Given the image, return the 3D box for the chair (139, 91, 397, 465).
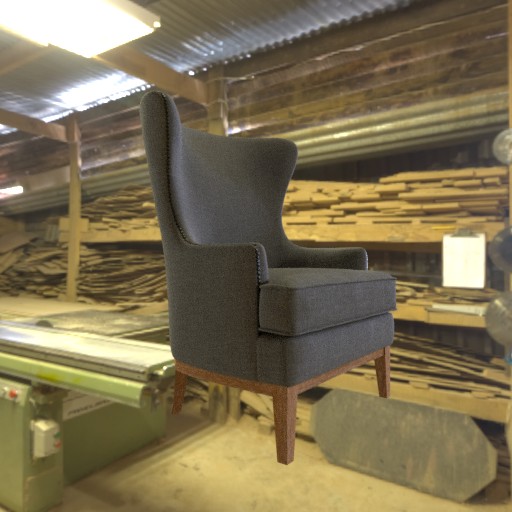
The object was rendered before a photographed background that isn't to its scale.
[{"bbox_3d":[0.000,0.000,1.797,0.883,1.176,0.864,0,0,38],"label":"chair"}]
